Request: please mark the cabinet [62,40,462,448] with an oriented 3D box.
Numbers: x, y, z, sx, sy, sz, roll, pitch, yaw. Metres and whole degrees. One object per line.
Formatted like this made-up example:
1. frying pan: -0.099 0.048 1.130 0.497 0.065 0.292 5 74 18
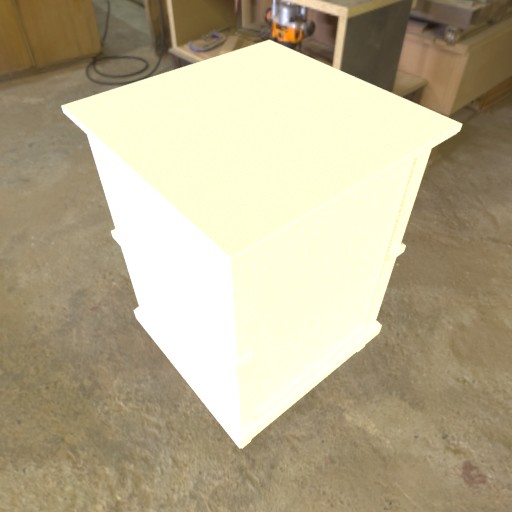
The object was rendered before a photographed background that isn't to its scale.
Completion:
1. cabinet: 0.000 0.000 1.124 0.544 0.775 0.547 -31 53 -27
